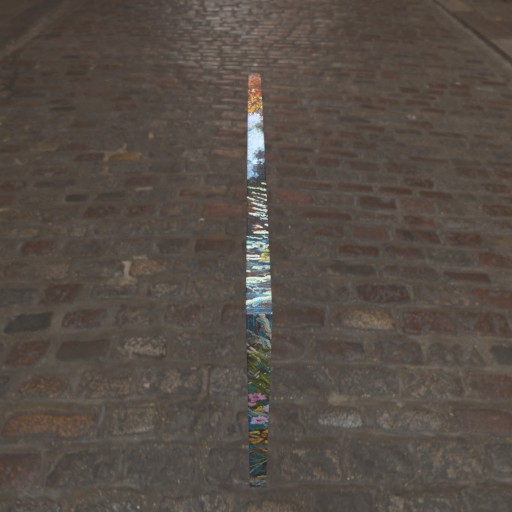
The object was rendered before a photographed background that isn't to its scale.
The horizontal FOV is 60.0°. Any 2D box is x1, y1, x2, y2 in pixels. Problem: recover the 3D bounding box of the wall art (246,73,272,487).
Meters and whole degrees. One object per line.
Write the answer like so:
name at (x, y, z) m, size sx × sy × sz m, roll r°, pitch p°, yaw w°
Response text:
wall art at (0.000, 0.000, 1.150) m, size 0.037 × 0.604 × 0.908 m, roll 0°, pitch 42°, yaw 0°
